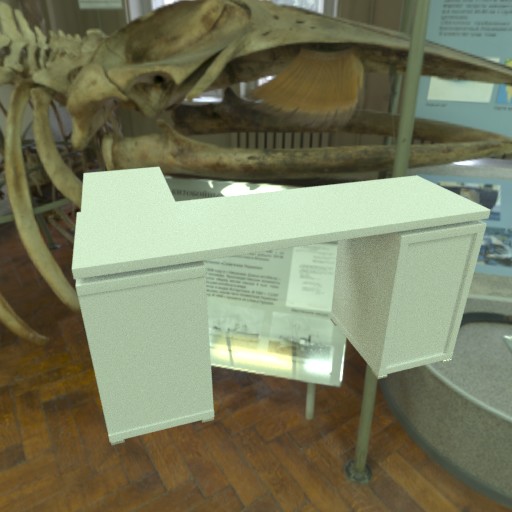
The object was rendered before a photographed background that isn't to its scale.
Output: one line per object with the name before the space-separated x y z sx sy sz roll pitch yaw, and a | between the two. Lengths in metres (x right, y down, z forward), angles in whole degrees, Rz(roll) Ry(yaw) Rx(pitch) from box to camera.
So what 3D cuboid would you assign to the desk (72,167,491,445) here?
desk | 0.000 0.000 2.187 1.524 0.753 1.200 -9 29 -16
